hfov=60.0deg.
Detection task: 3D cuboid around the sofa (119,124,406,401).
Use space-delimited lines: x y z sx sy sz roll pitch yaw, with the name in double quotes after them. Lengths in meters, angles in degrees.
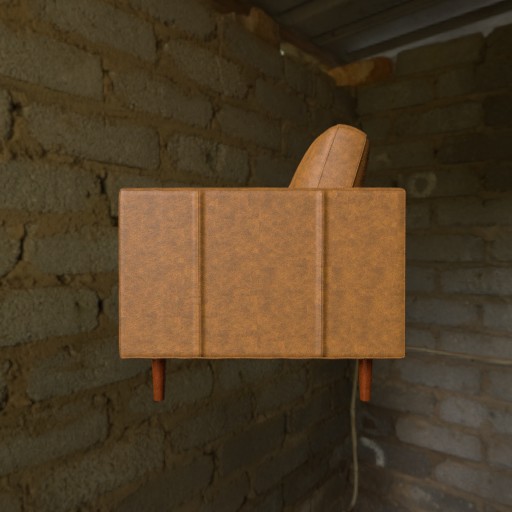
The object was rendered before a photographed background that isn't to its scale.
0.000 0.000 2.125 0.909 0.951 1.578 0 1 0 "sofa"
